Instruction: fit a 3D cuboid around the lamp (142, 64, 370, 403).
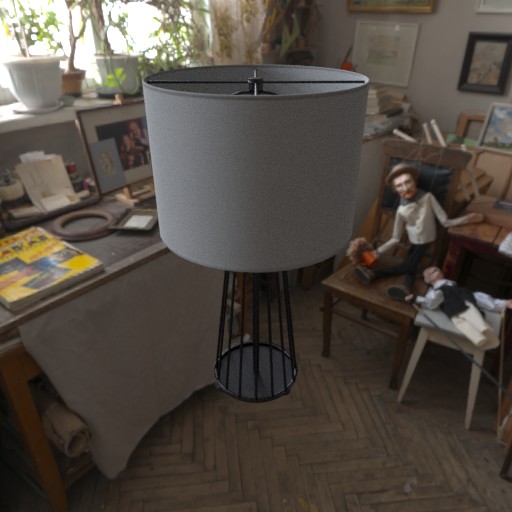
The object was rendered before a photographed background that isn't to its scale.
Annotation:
[{"bbox_3d":[0.000,0.000,0.784,0.322,0.593,0.322,0,29,0],"label":"lamp"}]
